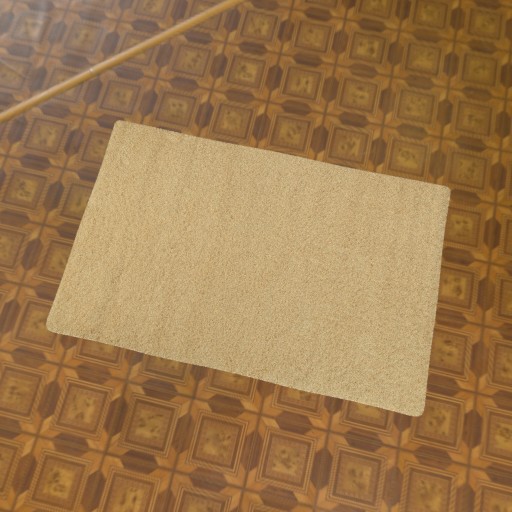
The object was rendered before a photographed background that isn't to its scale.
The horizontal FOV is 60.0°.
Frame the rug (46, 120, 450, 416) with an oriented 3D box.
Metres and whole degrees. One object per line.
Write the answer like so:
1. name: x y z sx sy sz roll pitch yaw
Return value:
1. rug: 0.000 0.000 2.865 2.349 0.026 1.500 12 75 3
